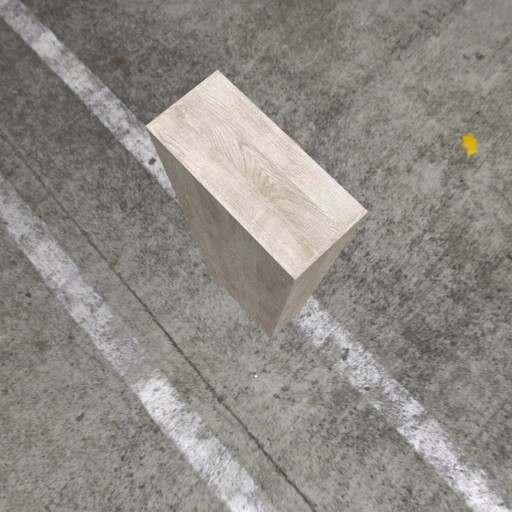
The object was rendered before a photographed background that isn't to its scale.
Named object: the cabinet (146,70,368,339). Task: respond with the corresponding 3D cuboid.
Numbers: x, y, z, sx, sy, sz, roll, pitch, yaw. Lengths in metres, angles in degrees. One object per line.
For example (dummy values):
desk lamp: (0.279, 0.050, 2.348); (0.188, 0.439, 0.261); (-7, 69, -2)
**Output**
cabinet: (0.000, 0.000, 1.833); (0.250, 1.630, 0.520); (-42, 79, -10)
